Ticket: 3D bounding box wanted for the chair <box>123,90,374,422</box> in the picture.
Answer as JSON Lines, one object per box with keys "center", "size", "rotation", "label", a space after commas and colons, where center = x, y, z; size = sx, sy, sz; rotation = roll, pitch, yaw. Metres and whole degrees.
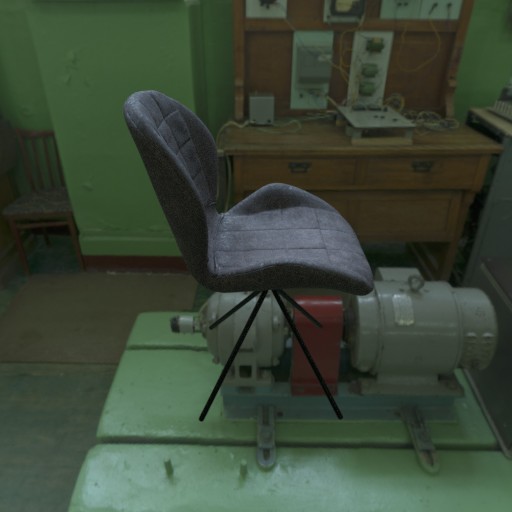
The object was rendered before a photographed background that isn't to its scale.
{"center": [0.000, 0.000, 1.328], "size": [0.640, 0.934, 0.527], "rotation": [0, 31, -1], "label": "chair"}
